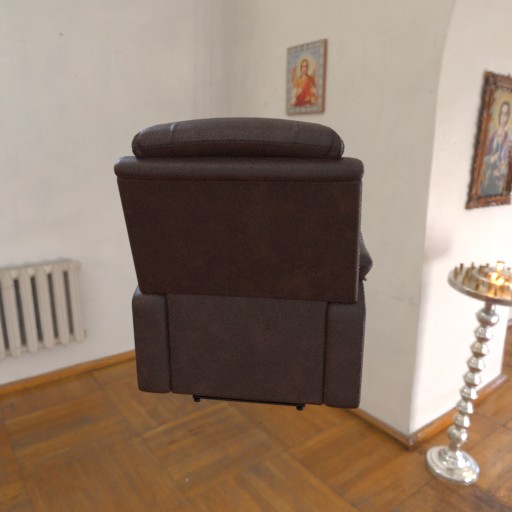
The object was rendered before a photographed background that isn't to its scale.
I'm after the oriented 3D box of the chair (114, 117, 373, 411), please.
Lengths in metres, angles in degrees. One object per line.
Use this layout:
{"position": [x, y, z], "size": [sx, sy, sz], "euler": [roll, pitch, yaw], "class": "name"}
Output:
{"position": [0.000, 0.000, 1.717], "size": [0.855, 0.992, 0.919], "euler": [2, 15, 8], "class": "chair"}
